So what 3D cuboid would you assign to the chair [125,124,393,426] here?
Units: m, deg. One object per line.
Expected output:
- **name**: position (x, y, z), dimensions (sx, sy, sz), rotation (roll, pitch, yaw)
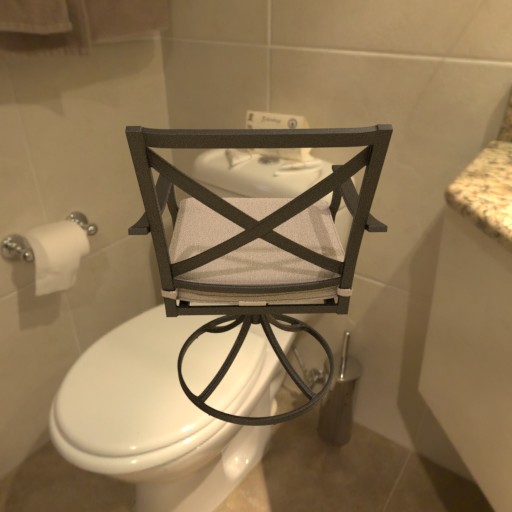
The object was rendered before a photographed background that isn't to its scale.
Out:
- **chair**: position (0.000, 0.000, 1.281), dimensions (0.575, 0.889, 0.620), rotation (-1, 31, -1)
